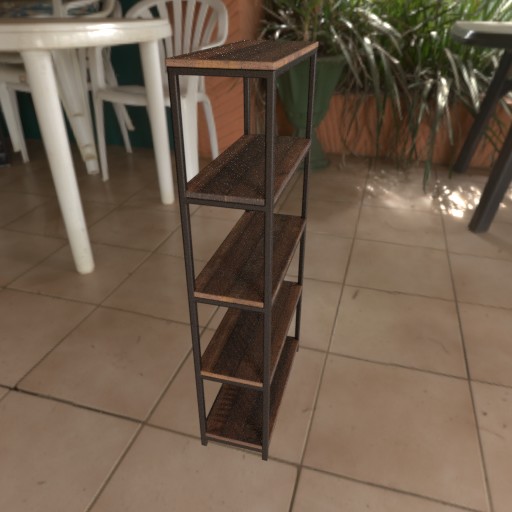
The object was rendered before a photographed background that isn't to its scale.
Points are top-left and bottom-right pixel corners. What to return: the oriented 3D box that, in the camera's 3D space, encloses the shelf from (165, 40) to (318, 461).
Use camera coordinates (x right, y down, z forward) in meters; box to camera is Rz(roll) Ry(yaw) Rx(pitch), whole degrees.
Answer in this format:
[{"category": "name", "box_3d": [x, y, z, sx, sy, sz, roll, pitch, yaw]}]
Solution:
[{"category": "shelf", "box_3d": [0.000, 0.000, 2.186, 0.359, 1.860, 0.874, 8, 31, 13]}]
